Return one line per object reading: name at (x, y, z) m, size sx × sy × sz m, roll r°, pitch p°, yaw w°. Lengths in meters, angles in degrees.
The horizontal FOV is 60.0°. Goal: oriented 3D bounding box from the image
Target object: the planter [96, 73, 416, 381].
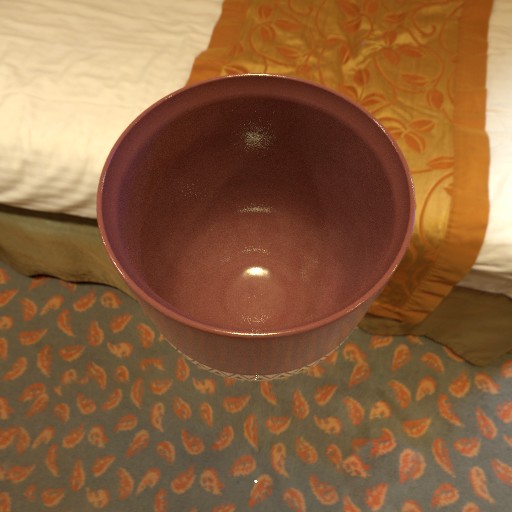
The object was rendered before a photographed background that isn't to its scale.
planter at (0.000, 0.000, 0.492) m, size 0.266 × 0.270 × 0.266 m, roll 0°, pitch 63°, yaw 0°
